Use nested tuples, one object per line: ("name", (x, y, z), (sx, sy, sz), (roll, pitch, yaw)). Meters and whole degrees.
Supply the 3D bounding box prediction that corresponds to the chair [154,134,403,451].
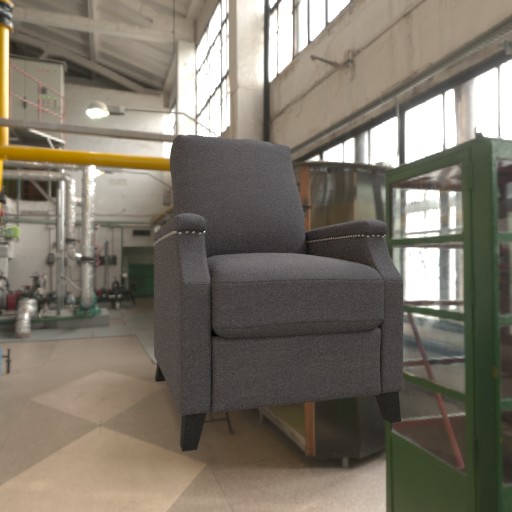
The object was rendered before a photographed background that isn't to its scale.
("chair", (0.000, 0.000, 1.681), (0.710, 1.049, 0.922), (0, 0, -18))
